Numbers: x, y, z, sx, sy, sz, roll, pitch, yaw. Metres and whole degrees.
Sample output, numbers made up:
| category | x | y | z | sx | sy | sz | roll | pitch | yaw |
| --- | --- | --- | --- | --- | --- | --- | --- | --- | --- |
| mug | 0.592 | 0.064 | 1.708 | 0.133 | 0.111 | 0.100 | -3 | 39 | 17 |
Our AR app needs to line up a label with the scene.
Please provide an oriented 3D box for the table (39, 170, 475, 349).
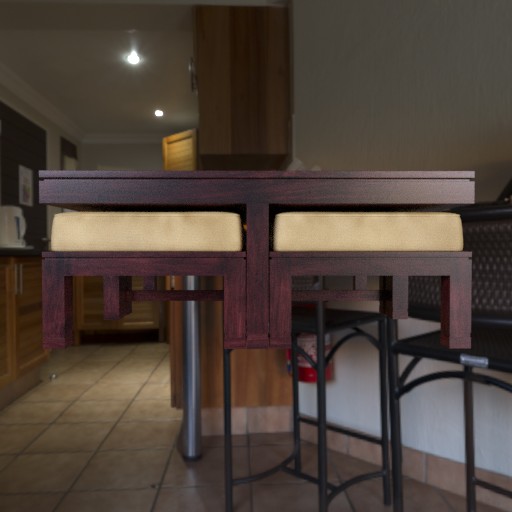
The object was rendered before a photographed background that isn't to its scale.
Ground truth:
| category | x | y | z | sx | sy | sz | roll | pitch | yaw |
| --- | --- | --- | --- | --- | --- | --- | --- | --- | --- |
| table | 0.000 | 0.000 | 1.315 | 0.865 | 0.356 | 0.865 | 0 | 1 | 0 |
